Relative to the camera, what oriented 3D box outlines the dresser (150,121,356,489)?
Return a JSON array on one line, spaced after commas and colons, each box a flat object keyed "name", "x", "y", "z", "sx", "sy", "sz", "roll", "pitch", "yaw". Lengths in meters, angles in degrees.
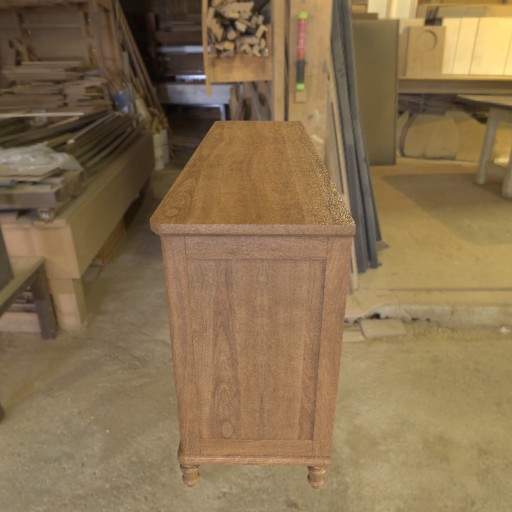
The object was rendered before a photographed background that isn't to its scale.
[{"name": "dresser", "x": 0.000, "y": 0.000, "z": 1.892, "sx": 0.468, "sy": 0.892, "sz": 1.583, "roll": 0, "pitch": 25, "yaw": 1}]
